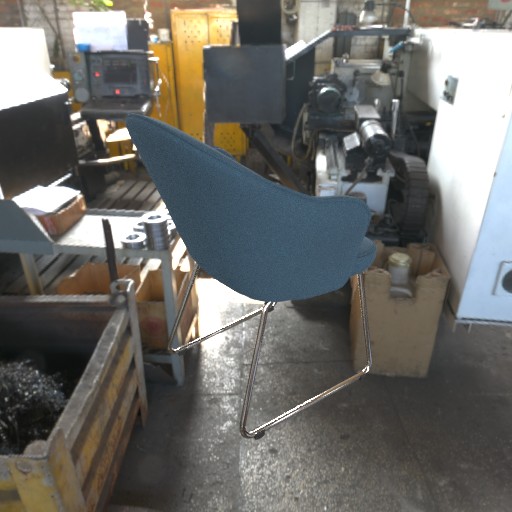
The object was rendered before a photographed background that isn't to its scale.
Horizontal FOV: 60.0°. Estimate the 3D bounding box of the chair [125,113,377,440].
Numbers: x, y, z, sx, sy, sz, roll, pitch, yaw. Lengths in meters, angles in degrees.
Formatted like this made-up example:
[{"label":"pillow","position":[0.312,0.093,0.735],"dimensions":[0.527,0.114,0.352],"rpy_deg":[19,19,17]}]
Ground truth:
[{"label":"chair","position":[0.000,0.000,1.232],"dimensions":[0.585,0.815,0.570],"rpy_deg":[-19,33,-32]}]
